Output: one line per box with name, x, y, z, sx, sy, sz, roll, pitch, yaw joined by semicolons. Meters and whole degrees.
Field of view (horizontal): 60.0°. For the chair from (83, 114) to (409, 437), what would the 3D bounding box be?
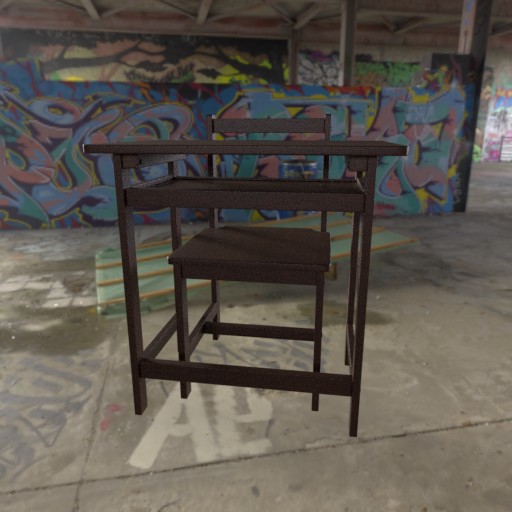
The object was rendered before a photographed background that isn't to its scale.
chair;0.000;0.000;1.083;0.599;0.673;0.463;2;16;9
